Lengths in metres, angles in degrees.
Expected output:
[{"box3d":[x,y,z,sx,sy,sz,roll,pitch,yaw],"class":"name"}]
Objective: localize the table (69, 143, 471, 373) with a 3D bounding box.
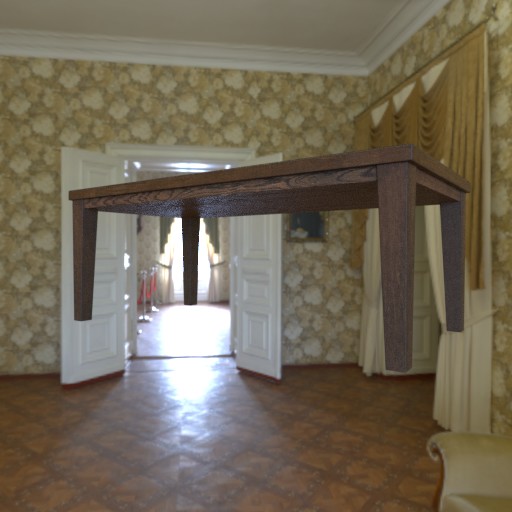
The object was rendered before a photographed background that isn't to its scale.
[{"box3d":[0.000,0.000,2.440,1.981,0.762,1.016,0,1,36],"class":"table"}]
